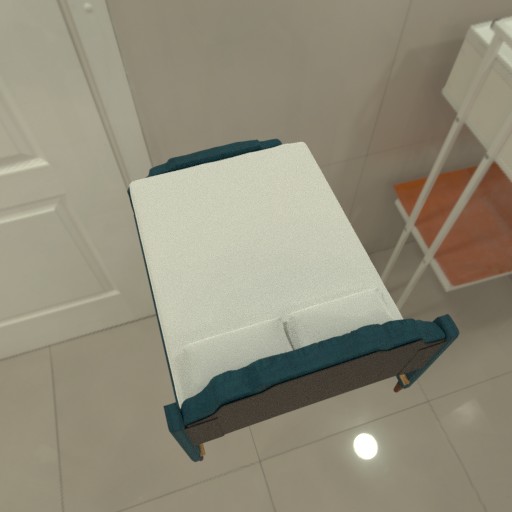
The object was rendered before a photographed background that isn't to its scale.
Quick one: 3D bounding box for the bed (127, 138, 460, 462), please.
[{"bbox_3d":[0.000,0.000,3.344,1.676,1.351,2.322,-15,59,-10],"label":"bed"}]
